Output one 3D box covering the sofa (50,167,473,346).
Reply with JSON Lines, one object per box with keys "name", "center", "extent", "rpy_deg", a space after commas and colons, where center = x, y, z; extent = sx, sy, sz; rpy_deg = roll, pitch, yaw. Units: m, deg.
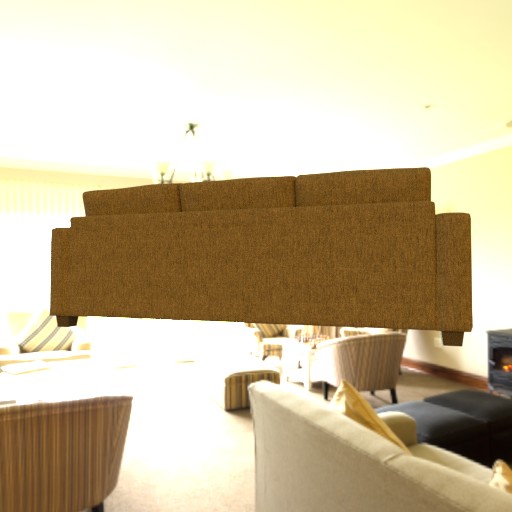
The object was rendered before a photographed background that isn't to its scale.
{"name": "sofa", "center": [0.000, 0.000, 2.570], "extent": [2.160, 0.800, 0.900], "rpy_deg": [-1, -2, 18]}
